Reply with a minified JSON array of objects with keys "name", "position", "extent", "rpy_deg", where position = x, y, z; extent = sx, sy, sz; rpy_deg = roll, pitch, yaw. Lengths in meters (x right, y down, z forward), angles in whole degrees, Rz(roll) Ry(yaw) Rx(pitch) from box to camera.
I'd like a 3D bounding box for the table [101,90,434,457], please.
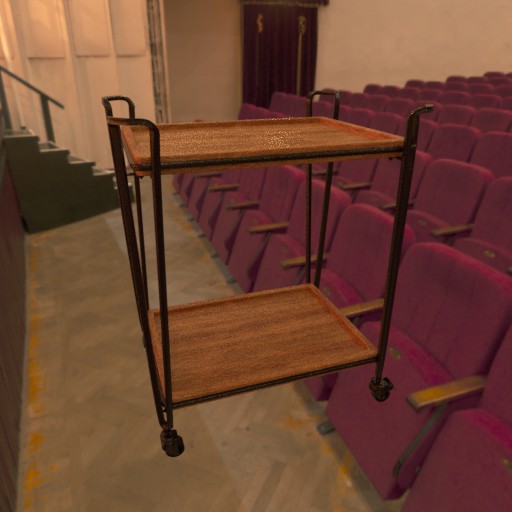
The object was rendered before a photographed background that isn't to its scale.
[{"name":"table","position":[0.000,0.000,1.180],"extent":[0.672,0.785,0.505],"rpy_deg":[-8,25,-17]}]
